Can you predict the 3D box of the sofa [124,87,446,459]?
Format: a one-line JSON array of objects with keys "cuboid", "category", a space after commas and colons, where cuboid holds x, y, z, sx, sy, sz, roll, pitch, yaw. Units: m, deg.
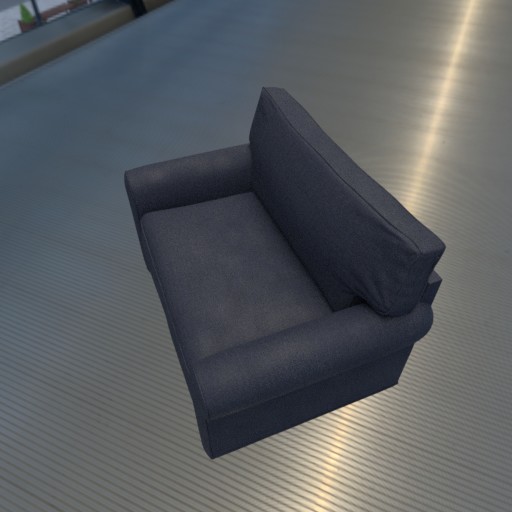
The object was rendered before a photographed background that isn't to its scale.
[{"cuboid": [0.000, 0.000, 2.039, 0.938, 1.004, 1.405, -16, 47, -15], "category": "sofa"}]
